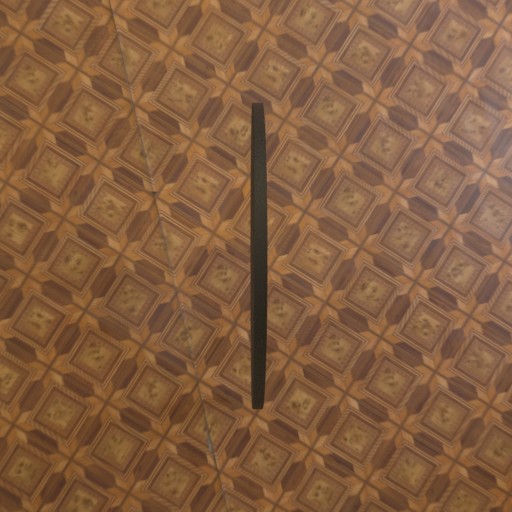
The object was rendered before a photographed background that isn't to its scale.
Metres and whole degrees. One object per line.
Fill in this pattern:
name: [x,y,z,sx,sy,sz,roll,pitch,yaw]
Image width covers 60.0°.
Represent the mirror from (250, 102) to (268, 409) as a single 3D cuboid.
mirror: [0.000,0.000,1.647,0.036,1.077,1.077,0,90,-1]
